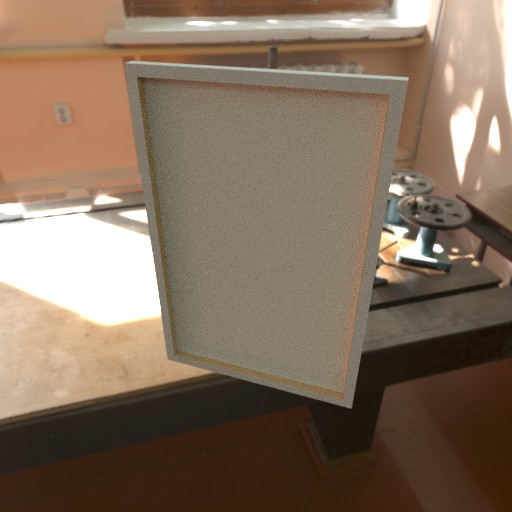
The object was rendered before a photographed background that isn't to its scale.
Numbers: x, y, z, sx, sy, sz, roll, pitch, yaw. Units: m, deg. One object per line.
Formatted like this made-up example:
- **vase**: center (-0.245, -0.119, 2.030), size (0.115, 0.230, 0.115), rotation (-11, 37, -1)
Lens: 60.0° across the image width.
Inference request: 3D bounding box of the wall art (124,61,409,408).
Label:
- **wall art**: center (0.000, 0.000, 1.160), size (0.607, 0.912, 0.038), rotation (10, 34, 16)
